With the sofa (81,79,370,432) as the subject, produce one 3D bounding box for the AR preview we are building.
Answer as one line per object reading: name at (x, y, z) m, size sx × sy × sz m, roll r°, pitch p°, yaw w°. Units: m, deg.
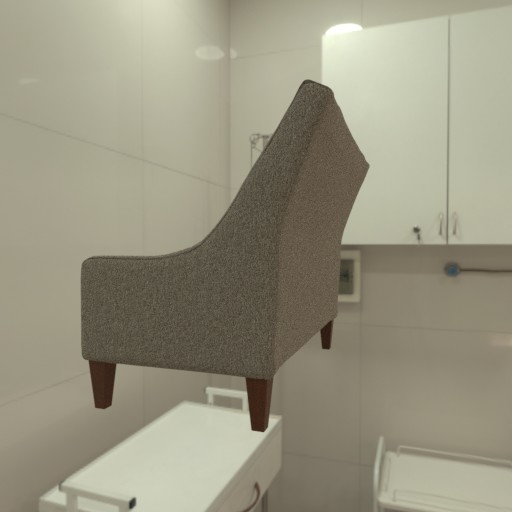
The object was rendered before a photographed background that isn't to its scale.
sofa at (0.000, 0.000, 1.935) m, size 0.862 × 1.026 × 1.242 m, roll 0°, pitch 1°, yaw 19°
